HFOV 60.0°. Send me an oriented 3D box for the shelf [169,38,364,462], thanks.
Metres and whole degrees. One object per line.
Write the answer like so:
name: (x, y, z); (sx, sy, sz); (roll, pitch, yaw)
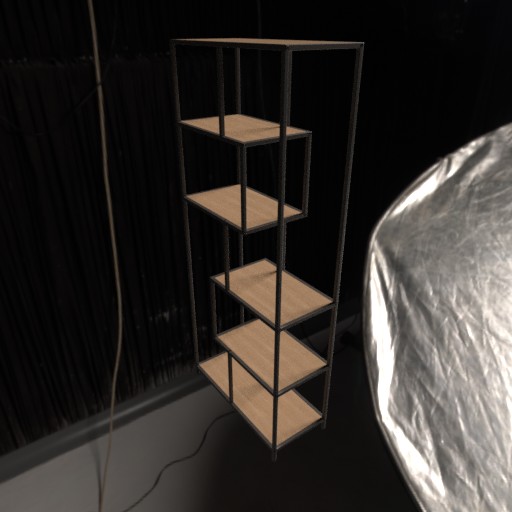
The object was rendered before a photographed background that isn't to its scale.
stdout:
shelf: (0.000, 0.000, 2.117); (0.350, 1.850, 0.770); (-19, 33, -32)
